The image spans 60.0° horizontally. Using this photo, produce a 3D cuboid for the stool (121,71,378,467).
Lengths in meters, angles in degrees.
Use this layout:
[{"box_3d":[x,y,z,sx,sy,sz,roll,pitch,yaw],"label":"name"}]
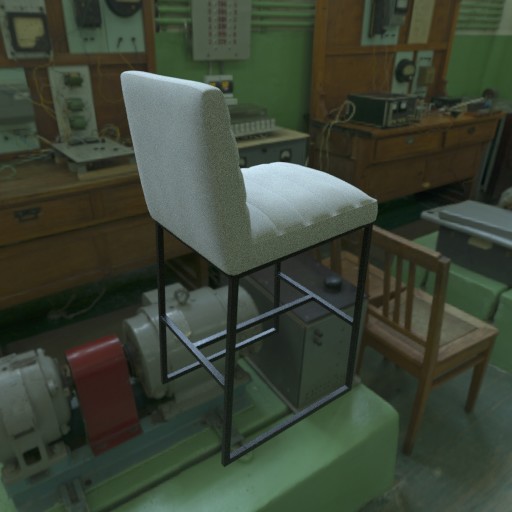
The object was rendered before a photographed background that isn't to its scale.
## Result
[{"box_3d":[0.000,0.000,1.367,0.573,1.061,0.464,-18,33,-31],"label":"stool"}]
